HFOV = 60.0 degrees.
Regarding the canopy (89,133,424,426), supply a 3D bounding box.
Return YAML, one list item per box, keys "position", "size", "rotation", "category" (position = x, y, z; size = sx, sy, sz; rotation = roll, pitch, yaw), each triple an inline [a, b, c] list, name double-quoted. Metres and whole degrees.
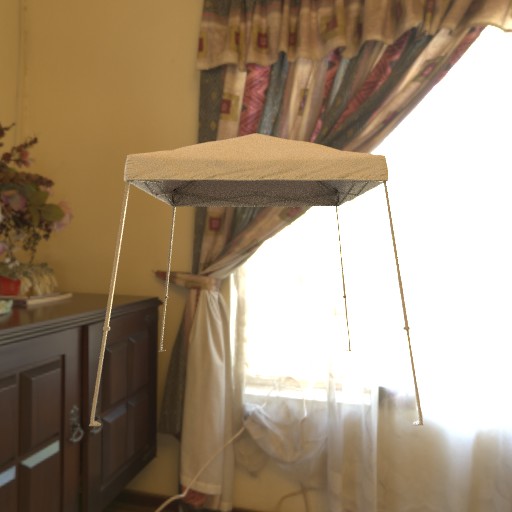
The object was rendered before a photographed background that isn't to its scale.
- position: [0.000, 0.000, 6.537]
  size: [3.599, 3.600, 3.600]
  rotation: [0, 1, 0]
  category: "canopy"
